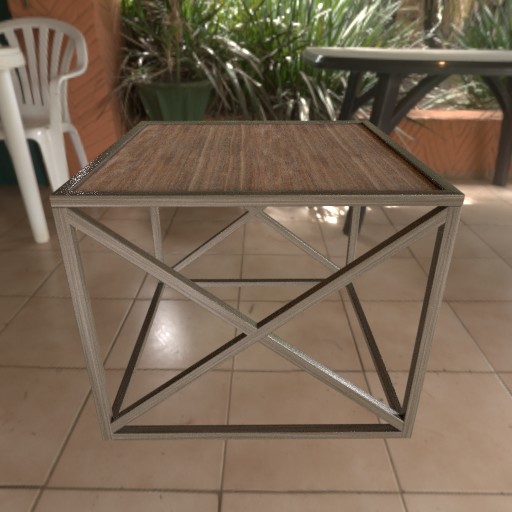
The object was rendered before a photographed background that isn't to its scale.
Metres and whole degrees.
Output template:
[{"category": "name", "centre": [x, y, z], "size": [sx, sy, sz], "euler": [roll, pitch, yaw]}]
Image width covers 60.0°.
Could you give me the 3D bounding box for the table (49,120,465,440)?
[{"category": "table", "centre": [0.000, 0.000, 1.035], "size": [0.611, 0.507, 0.609], "euler": [0, 27, 0]}]
